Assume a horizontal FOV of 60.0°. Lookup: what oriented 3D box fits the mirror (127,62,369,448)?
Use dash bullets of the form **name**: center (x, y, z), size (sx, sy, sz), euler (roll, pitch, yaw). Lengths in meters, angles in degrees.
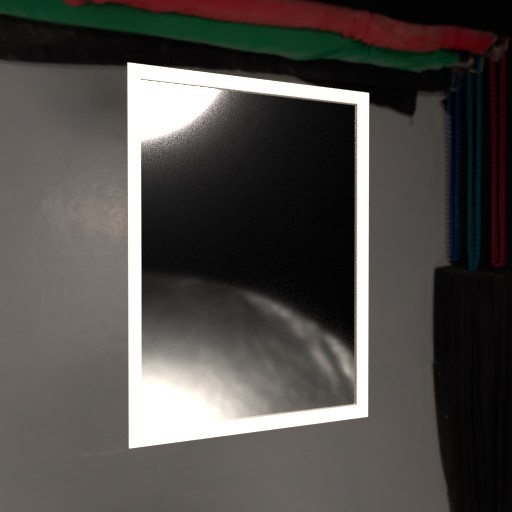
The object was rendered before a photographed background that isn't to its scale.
- **mirror**: center (0.000, 0.000, 0.912), size (0.507, 0.710, 0.039), euler (0, 1, -18)
